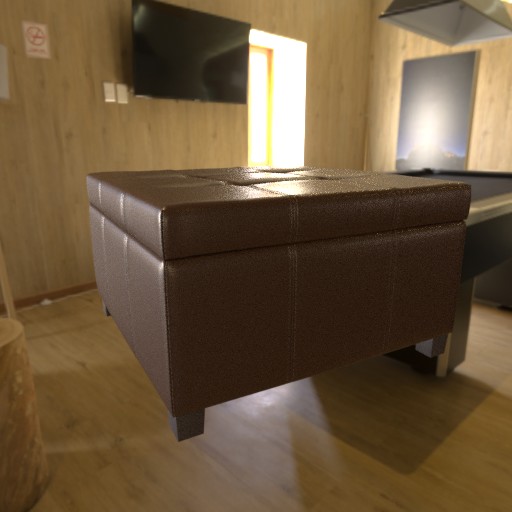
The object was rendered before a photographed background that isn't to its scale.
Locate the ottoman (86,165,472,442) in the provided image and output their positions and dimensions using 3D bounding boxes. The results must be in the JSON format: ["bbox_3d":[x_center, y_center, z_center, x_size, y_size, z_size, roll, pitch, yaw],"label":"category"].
[{"bbox_3d":[0.000,0.000,1.271,0.788,0.460,0.787,-8,17,-28],"label":"ottoman"}]
